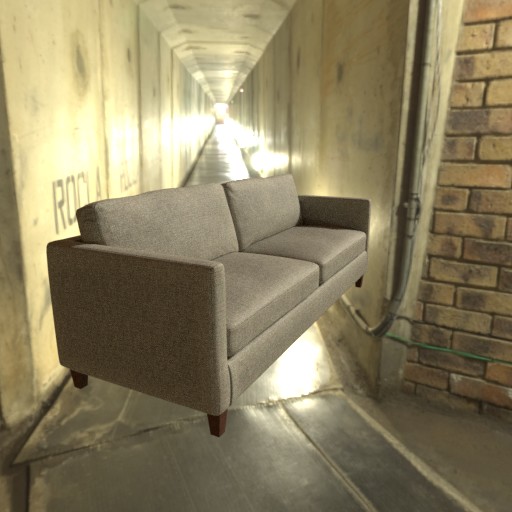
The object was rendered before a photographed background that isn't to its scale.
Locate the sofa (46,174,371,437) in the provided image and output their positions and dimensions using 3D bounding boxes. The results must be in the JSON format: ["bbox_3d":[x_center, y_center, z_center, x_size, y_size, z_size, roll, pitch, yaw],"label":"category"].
[{"bbox_3d":[0.000,0.000,2.903,0.948,0.951,2.434,7,16,27],"label":"sofa"}]
